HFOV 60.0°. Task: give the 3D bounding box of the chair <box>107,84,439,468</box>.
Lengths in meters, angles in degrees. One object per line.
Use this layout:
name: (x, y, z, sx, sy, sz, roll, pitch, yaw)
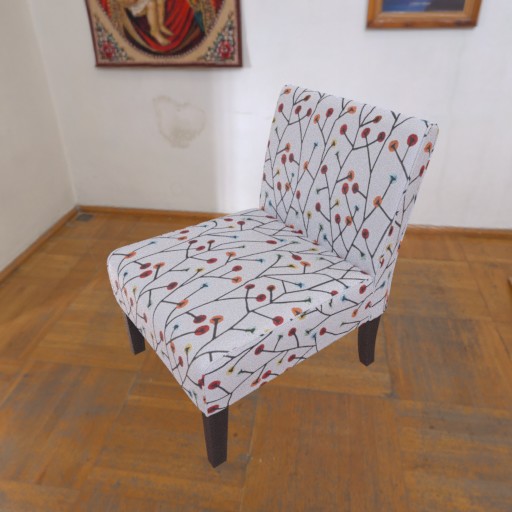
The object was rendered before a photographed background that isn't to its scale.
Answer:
chair: (0.000, 0.000, 1.332, 0.732, 0.813, 0.597, -22, 38, -30)
